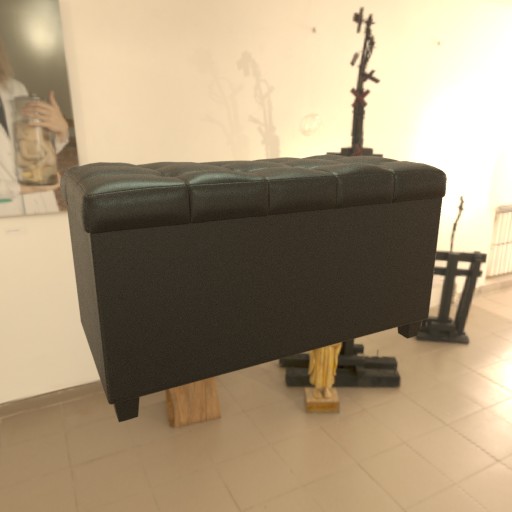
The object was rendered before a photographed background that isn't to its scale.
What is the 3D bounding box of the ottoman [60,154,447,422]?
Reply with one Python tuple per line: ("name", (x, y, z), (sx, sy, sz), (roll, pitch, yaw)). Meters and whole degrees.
("ottoman", (0.000, 0.000, 1.112), (0.838, 0.470, 0.432), (-8, 18, -26))
